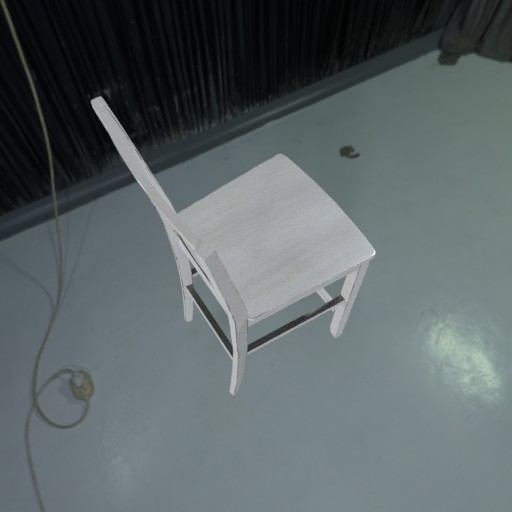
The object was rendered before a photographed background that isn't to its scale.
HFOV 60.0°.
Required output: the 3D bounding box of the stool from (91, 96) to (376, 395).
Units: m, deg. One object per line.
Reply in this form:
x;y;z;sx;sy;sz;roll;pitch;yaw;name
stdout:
0.000;0.000;1.344;0.539;1.079;0.462;-30;63;-17;stool
